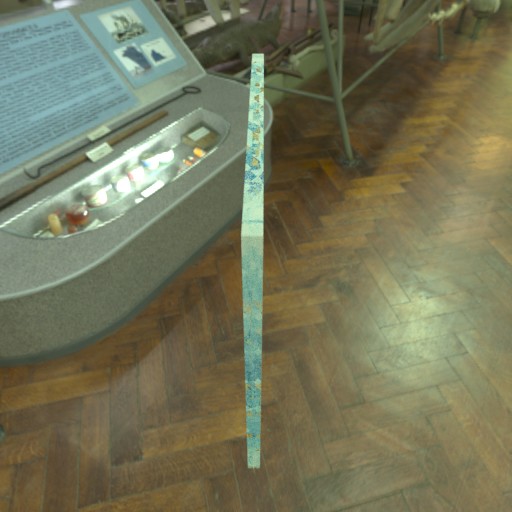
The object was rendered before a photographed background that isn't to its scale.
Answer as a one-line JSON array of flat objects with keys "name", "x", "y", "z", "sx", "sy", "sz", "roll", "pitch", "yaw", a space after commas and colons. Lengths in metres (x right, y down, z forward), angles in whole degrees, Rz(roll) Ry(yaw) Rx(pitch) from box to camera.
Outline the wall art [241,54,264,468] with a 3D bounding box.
[{"name": "wall art", "x": 0.000, "y": 0.000, "z": 1.383, "sx": 0.040, "sy": 0.916, "sz": 0.916, "roll": 1, "pitch": 42, "yaw": 1}]
